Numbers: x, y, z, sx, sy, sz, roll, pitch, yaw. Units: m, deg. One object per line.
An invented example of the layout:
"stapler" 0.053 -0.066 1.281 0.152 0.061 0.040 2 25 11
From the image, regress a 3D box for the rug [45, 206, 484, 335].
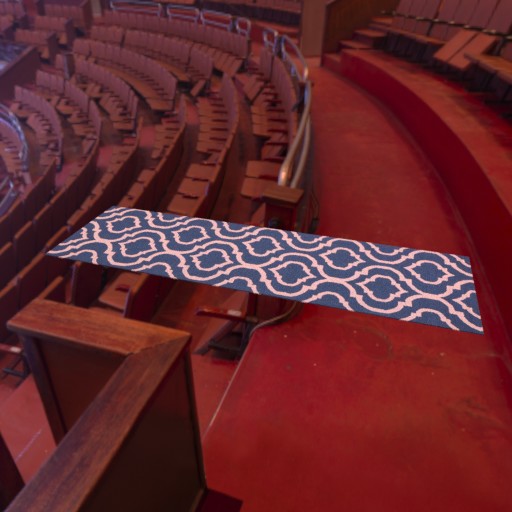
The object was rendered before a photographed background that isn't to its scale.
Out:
"rug" 0.000 0.000 2.508 2.296 0.006 0.685 9 32 15
